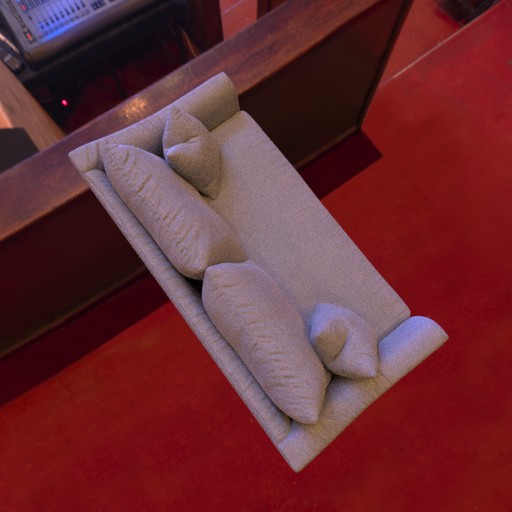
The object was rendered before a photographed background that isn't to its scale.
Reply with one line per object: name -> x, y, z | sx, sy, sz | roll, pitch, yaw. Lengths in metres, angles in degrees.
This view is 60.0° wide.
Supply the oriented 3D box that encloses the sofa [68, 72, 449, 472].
sofa -> 0.000, 0.000, 2.612 | 1.072, 1.018, 2.010 | -36, 79, -8
